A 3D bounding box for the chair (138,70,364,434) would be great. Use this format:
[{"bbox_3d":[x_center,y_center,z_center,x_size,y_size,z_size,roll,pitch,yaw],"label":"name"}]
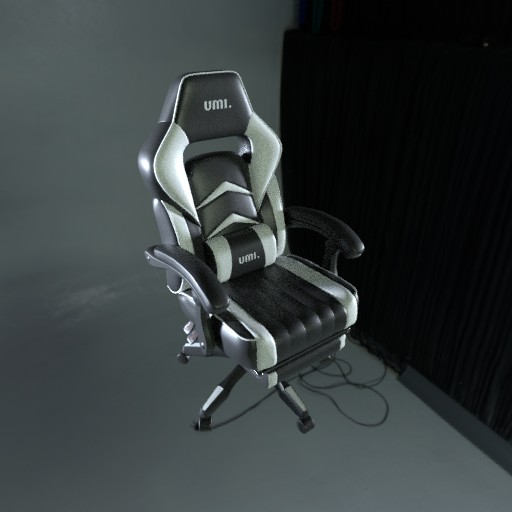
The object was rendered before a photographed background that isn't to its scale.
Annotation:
[{"bbox_3d":[0.000,0.000,1.611,0.676,1.200,0.700,-19,34,-31],"label":"chair"}]
